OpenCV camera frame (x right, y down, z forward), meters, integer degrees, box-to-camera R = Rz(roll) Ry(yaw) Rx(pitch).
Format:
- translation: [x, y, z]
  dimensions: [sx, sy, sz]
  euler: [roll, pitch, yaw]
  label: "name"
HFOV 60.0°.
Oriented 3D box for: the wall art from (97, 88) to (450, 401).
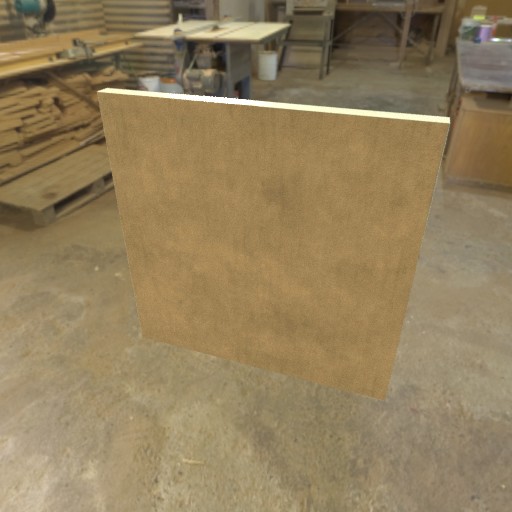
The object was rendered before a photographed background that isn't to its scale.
- translation: [0.000, 0.000, 0.676]
  dimensions: [0.455, 0.453, 0.023]
  euler: [11, 34, 16]
  label: "wall art"
